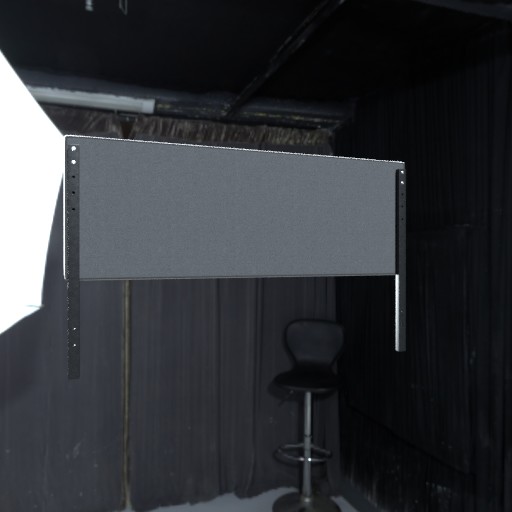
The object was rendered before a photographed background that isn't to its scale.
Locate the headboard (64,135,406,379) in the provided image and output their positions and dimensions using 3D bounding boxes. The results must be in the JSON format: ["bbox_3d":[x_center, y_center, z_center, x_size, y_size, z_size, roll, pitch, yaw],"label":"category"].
[{"bbox_3d":[0.000,0.000,2.957,2.362,1.410,0.120,0,0,-19],"label":"headboard"}]
